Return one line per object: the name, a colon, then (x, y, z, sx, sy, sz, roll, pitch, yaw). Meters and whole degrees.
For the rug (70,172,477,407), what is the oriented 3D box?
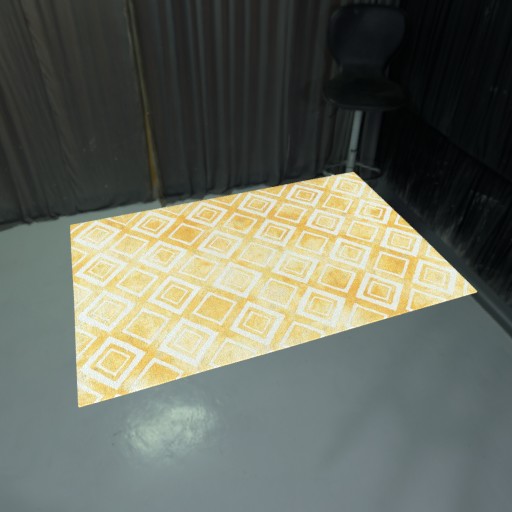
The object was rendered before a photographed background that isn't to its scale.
rug: (0.000, 0.000, 2.320, 1.829, 0.010, 1.213, -13, 42, -15)
